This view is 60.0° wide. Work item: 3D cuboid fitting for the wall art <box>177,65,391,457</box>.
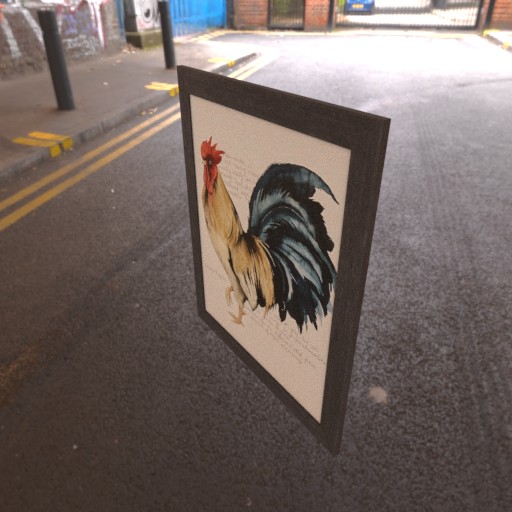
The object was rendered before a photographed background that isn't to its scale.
[{"bbox_3d":[0.000,0.000,0.782,0.013,0.570,0.476,-20,37,-30],"label":"wall art"}]
